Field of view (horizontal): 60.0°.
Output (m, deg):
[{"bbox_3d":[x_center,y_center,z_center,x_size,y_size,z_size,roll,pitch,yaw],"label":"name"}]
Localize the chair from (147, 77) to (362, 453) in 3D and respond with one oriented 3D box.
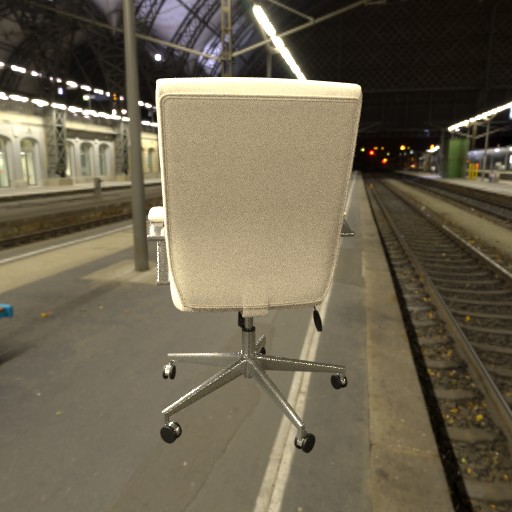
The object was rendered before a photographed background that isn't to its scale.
[{"bbox_3d":[0.000,0.000,1.584,0.727,1.099,0.745,-2,12,-8],"label":"chair"}]
